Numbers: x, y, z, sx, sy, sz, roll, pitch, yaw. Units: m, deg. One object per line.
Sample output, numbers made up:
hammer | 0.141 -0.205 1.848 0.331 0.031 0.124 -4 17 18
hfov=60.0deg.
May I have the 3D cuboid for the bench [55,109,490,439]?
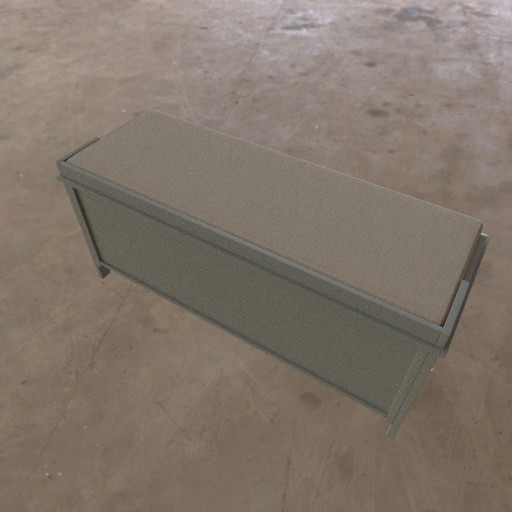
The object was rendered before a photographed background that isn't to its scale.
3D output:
bench | 0.000 0.000 1.353 1.140 0.501 0.398 24 50 22
